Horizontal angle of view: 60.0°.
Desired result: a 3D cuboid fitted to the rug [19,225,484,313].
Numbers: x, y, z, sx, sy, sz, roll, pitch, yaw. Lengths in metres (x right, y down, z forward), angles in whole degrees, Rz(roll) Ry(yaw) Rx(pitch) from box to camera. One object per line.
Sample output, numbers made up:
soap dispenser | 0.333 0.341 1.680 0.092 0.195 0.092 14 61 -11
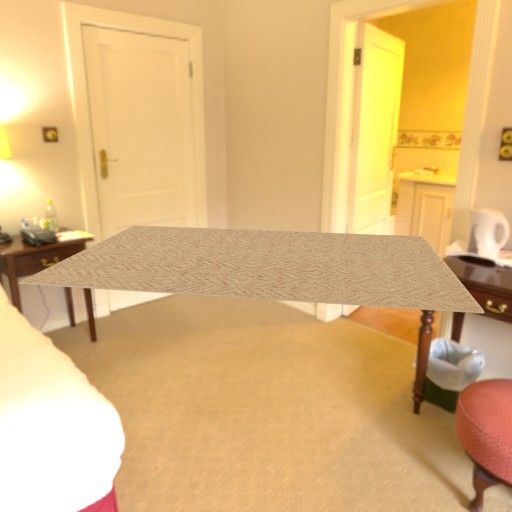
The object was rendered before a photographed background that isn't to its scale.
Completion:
rug | 0.000 0.000 2.990 2.438 0.008 1.523 3 16 9
